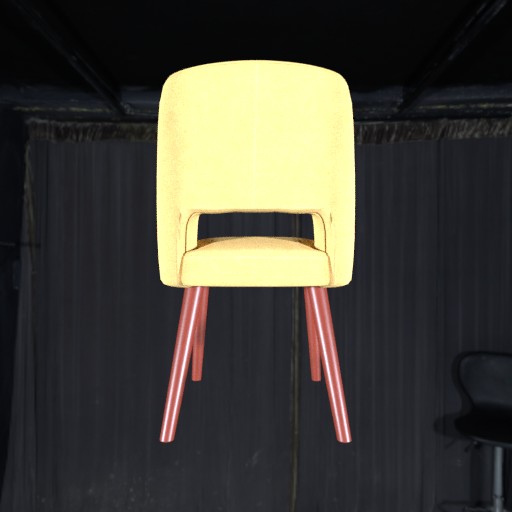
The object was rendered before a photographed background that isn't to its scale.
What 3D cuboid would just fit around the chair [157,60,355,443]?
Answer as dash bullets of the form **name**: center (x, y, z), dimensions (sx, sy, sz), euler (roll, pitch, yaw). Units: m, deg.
- **chair**: center (0.000, 0.000, 1.256), dimensions (0.548, 0.849, 0.605), euler (0, -1, 0)
